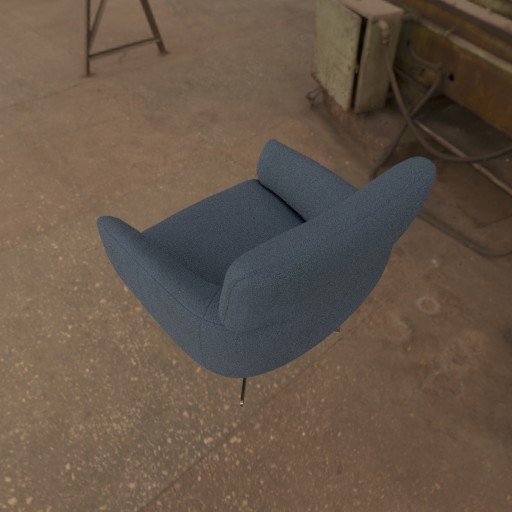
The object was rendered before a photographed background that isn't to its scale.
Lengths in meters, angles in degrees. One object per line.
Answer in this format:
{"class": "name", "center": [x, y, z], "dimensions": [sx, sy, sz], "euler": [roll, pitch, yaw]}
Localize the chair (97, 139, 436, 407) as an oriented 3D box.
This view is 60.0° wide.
{"class": "chair", "center": [0.000, 0.000, 1.407], "dimensions": [0.738, 0.813, 0.761], "euler": [-31, 54, -26]}
